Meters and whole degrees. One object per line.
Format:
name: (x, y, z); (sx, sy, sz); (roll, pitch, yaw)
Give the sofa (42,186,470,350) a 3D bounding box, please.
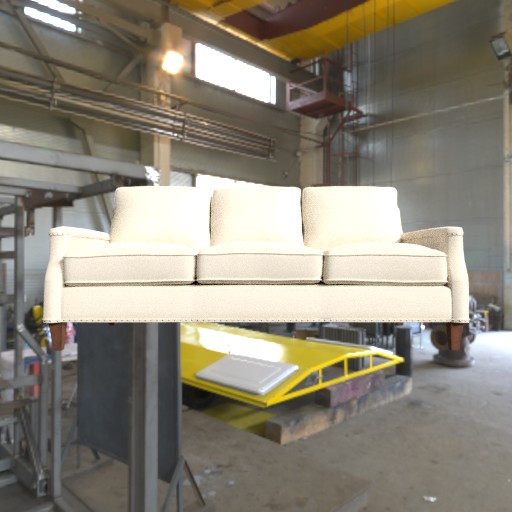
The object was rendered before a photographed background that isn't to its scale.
sofa: (0.000, 0.000, 2.833); (2.246, 1.003, 1.084); (0, 0, 0)
